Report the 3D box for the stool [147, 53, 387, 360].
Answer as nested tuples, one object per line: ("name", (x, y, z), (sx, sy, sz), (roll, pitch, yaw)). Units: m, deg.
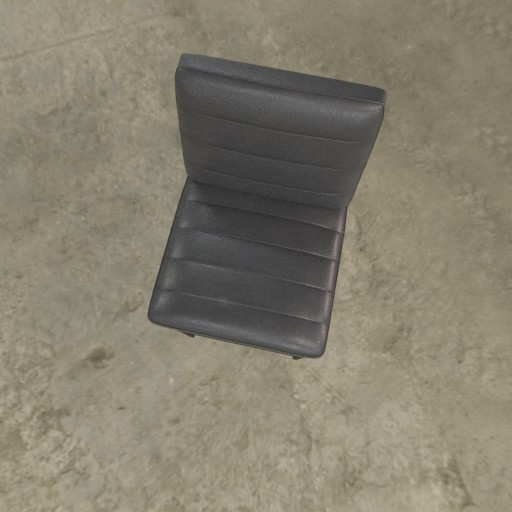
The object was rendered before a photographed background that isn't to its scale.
("stool", (0.000, 0.000, 1.344), (0.457, 1.040, 0.552), (12, 75, 3))
